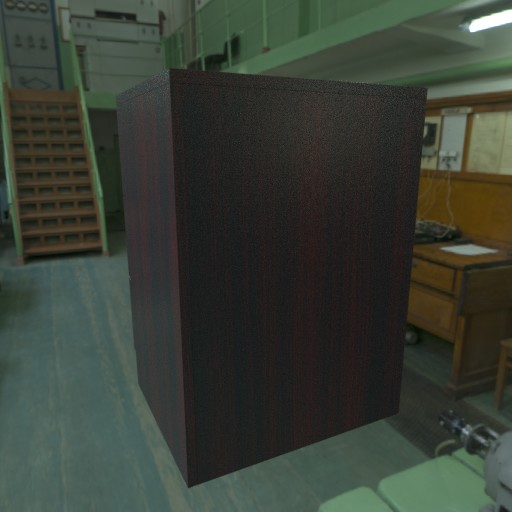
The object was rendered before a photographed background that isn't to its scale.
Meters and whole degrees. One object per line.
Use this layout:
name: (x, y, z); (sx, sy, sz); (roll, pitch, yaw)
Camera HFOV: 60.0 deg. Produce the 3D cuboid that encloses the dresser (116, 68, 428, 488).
dresser: (0.000, 0.000, 0.806); (0.400, 0.560, 0.360); (-7, 16, -26)
